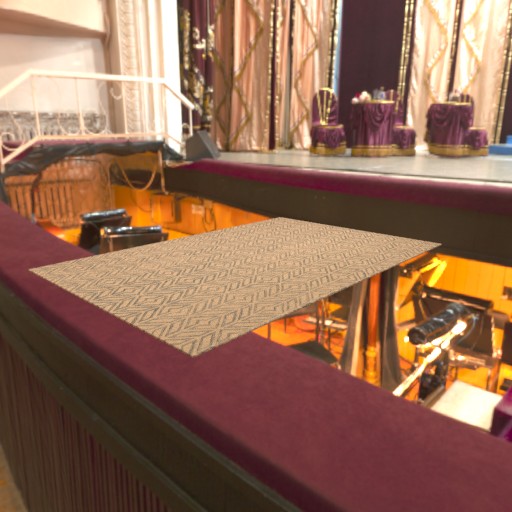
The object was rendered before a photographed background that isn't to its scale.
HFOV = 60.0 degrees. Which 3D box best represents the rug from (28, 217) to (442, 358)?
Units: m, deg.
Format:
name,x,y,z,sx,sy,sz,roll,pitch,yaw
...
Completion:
name,x,y,z,sx,sy,sz,roll,pitch,yaw
rug,0.000,0.000,2.316,1.220,0.008,1.824,14,21,41
